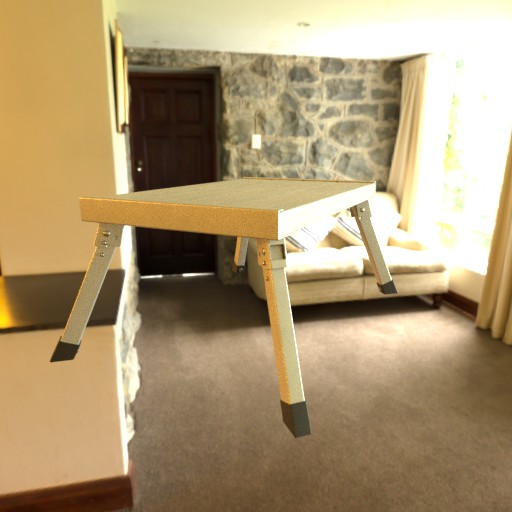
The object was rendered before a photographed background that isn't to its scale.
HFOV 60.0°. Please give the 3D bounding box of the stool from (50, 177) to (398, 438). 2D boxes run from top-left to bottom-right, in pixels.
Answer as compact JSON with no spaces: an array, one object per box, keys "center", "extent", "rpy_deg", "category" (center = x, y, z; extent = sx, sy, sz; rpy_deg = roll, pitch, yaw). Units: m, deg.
[{"center":[0.000,0.000,0.733],"extent":[0.385,0.225,0.535],"rpy_deg":[7,15,26],"category":"stool"}]
